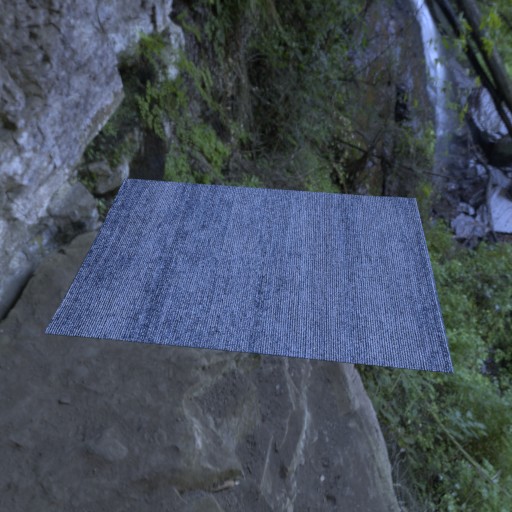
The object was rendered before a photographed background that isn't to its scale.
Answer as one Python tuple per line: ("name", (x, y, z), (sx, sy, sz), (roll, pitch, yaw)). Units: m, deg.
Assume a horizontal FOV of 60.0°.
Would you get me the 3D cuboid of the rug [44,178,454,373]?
("rug", (0.000, 0.000, 2.241), (1.740, 0.010, 1.135), (5, 46, 5))
